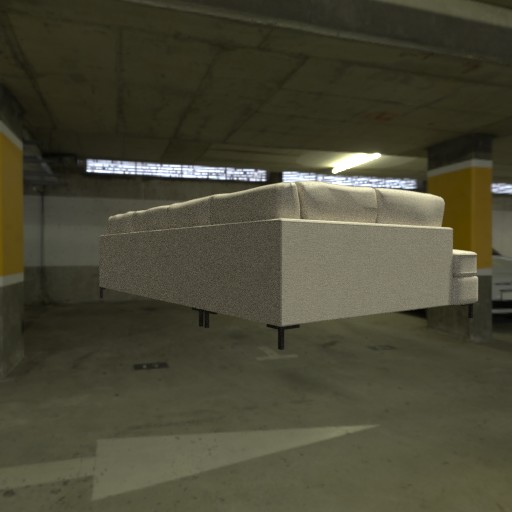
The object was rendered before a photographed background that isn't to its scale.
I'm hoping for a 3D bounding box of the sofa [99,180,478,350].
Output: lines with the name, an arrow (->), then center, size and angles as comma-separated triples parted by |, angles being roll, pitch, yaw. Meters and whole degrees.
sofa -> 0.000, 0.000, 4.365 | 2.048, 0.996, 3.384 | 0, 1, -36
